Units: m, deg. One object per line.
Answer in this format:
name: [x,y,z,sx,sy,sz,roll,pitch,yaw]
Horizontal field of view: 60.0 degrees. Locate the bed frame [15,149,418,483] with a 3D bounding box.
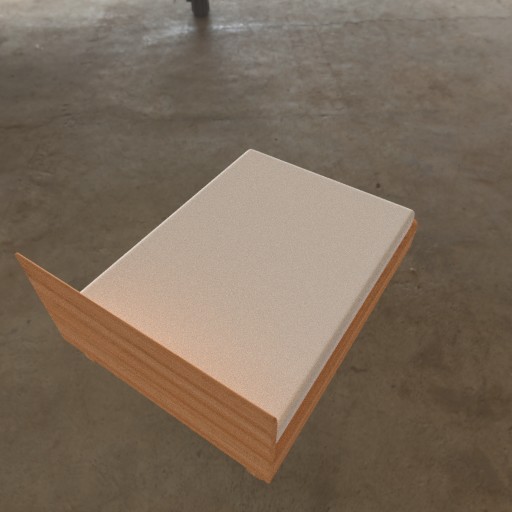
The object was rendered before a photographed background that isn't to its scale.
bed frame: [0.000,0.000,2.765,1.472,0.940,1.992,26,52,22]
